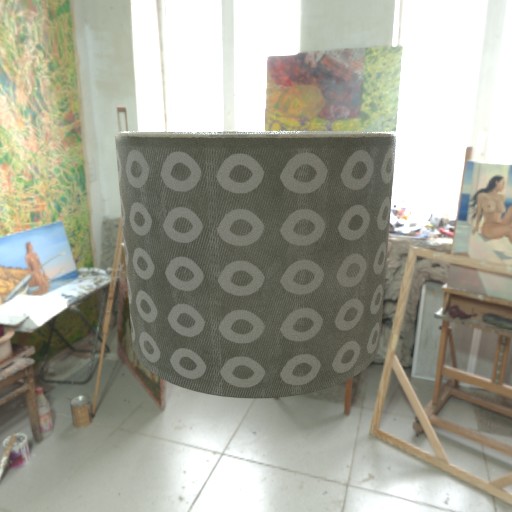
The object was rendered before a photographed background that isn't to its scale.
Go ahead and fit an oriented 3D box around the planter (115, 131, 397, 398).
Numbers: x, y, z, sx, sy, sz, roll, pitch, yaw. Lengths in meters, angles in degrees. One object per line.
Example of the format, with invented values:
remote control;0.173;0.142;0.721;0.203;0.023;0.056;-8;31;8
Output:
planter;0.000;0.000;0.443;0.250;0.239;0.250;0;16;0
